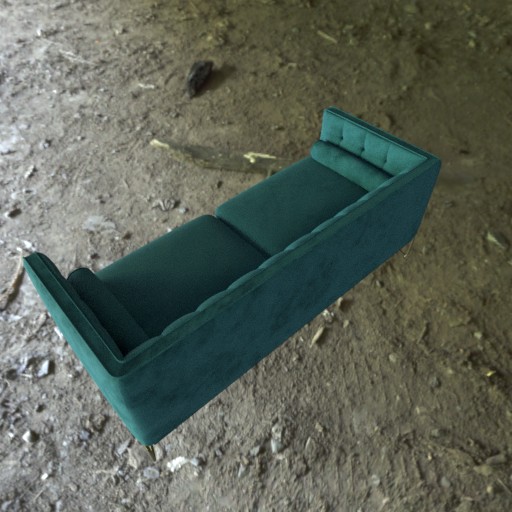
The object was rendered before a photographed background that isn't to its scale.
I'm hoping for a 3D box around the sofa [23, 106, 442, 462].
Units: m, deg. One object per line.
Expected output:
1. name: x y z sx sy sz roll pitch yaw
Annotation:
1. sofa: 0.000 0.000 2.490 2.087 0.789 0.867 -33 55 -27
